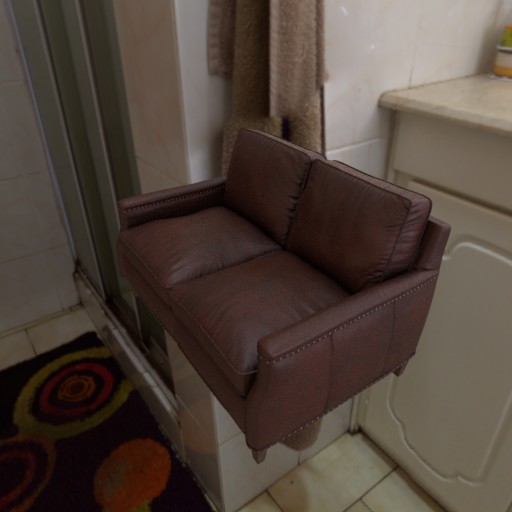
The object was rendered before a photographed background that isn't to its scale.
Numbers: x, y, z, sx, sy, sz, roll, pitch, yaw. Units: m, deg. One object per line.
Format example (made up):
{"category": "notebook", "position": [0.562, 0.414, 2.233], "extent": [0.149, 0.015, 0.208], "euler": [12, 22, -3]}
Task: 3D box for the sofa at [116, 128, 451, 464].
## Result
{"category": "sofa", "position": [0.000, 0.000, 2.393], "extent": [1.083, 1.003, 1.628], "euler": [-19, 37, -29]}
